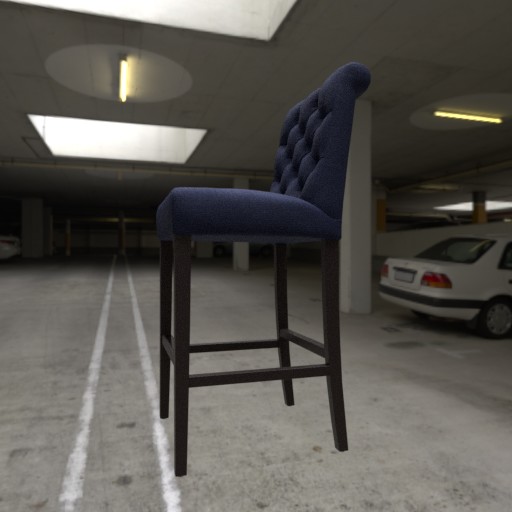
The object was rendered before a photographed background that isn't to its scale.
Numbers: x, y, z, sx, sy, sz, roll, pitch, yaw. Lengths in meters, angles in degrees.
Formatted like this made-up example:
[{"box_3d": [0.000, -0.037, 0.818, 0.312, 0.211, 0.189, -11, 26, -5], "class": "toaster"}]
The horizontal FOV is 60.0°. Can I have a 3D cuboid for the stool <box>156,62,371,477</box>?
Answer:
[{"box_3d": [0.000, 0.000, 1.435, 0.601, 1.140, 0.493, 0, 0, -17], "class": "stool"}]
